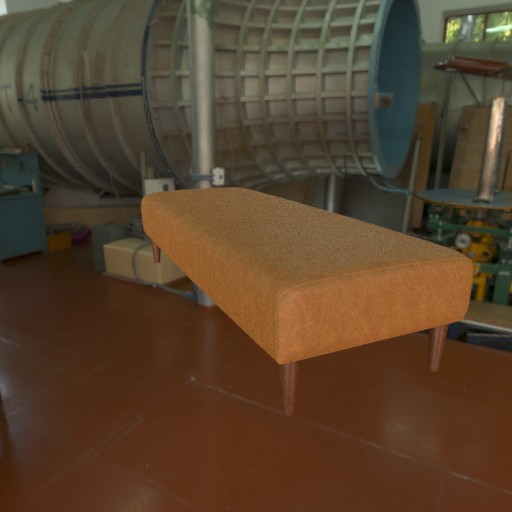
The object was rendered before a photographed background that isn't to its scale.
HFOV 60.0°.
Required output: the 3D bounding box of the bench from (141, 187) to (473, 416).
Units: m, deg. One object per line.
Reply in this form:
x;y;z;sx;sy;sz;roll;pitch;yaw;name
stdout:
0.000;0.000;1.849;0.653;0.399;1.610;-7;18;-24;bench
